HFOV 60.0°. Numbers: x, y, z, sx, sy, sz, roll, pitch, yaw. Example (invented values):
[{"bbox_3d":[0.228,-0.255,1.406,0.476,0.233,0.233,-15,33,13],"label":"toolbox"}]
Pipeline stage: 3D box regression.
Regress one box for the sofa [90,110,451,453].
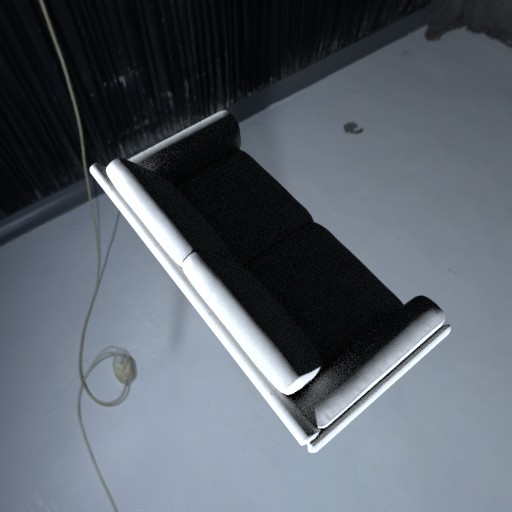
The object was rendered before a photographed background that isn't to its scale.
[{"bbox_3d":[0.000,0.000,2.704,1.049,0.930,2.101,-34,65,-18],"label":"sofa"}]
